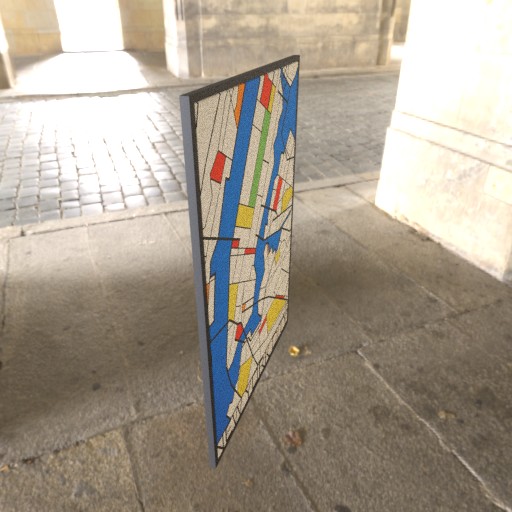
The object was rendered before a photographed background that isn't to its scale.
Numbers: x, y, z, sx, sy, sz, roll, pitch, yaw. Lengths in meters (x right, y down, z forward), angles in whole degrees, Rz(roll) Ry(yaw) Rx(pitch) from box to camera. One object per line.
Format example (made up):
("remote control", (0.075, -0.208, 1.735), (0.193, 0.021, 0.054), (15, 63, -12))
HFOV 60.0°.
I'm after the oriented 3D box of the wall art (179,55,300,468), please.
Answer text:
("wall art", (0.000, 0.000, 0.841), (0.013, 0.657, 0.457), (11, 32, 18))
